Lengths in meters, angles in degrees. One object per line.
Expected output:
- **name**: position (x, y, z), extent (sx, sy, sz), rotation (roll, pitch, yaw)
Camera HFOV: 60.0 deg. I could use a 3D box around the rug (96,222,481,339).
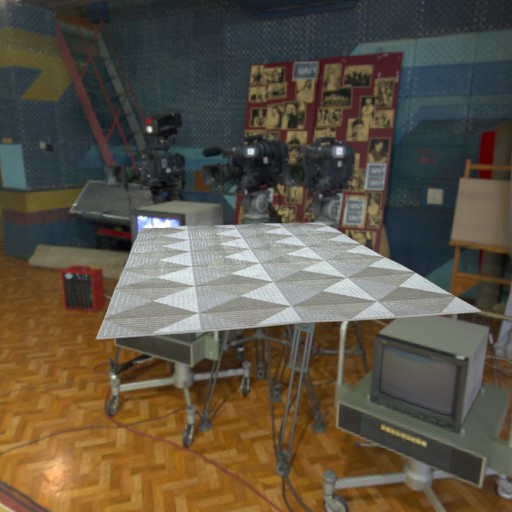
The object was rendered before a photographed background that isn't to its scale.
- **rug**: position (0.000, 0.000, 4.302), extent (2.428, 0.027, 3.333), rotation (-3, 15, -10)
